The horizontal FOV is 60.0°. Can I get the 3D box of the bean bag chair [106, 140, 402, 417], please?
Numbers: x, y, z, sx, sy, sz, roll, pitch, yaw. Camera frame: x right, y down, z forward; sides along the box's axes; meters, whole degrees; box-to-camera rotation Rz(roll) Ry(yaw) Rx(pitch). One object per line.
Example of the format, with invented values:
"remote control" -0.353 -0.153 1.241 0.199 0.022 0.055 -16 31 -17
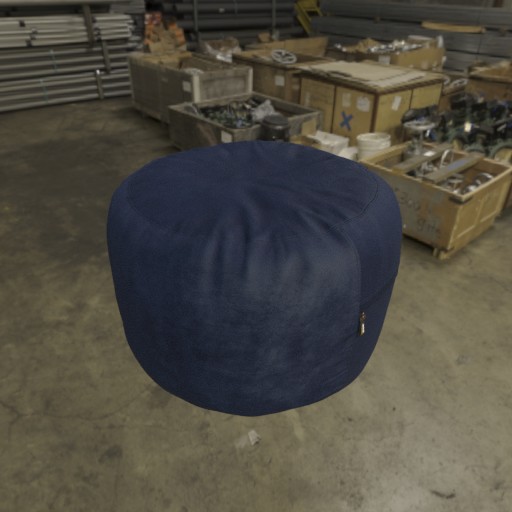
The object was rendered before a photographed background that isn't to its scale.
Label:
"bean bag chair" 0.000 0.000 1.957 1.219 0.762 1.219 0 32 0
